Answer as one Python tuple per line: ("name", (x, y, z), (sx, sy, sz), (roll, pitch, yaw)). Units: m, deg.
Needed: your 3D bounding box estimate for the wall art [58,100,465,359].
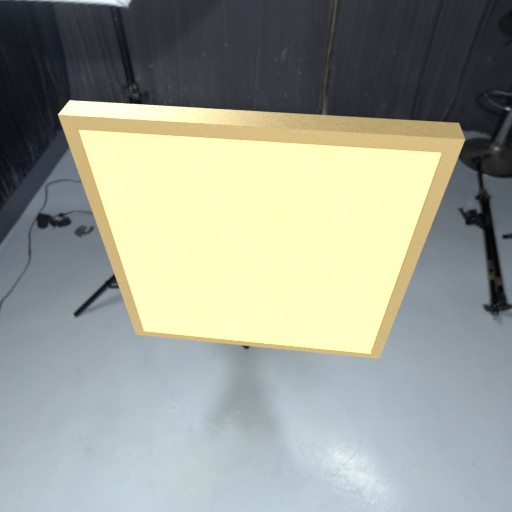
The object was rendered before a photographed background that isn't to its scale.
("wall art", (0.000, 0.000, 1.890), (1.284, 1.284, 0.095), (5, 47, 4))
